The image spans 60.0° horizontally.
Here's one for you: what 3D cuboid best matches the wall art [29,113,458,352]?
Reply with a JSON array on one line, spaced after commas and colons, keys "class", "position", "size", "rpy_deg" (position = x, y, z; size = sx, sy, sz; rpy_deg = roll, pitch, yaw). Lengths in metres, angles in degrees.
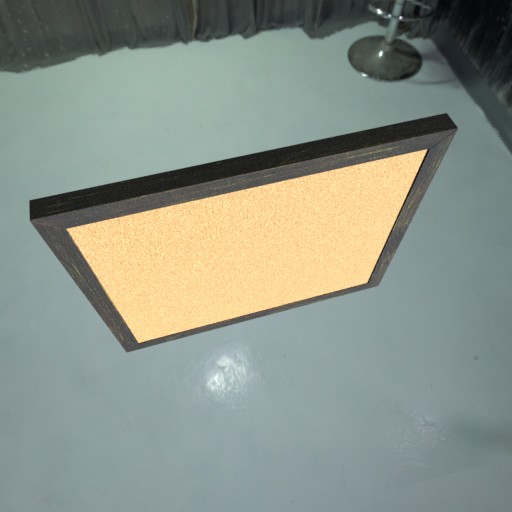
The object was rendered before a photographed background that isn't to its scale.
[{"class": "wall art", "position": [0.000, 0.000, 0.760], "size": [0.558, 0.457, 0.032], "rpy_deg": [-14, 59, -8]}]
